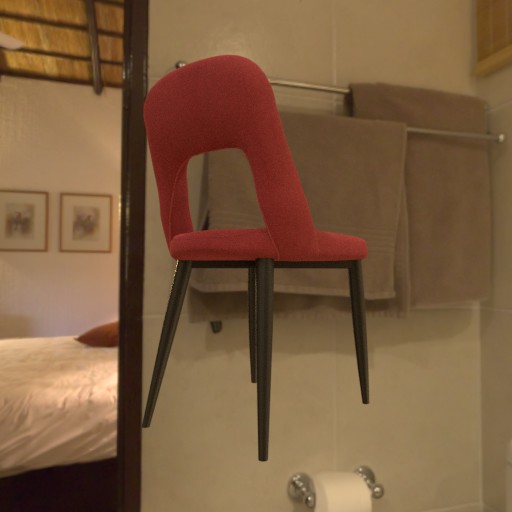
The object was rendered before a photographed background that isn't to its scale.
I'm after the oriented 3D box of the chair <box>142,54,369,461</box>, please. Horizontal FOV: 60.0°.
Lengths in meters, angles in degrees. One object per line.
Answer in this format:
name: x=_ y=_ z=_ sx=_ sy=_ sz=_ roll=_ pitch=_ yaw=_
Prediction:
chair: x=0.000 y=0.000 z=1.239 sx=0.483 sy=0.892 sz=0.569 roll=-1 pitch=-2 yaw=36
